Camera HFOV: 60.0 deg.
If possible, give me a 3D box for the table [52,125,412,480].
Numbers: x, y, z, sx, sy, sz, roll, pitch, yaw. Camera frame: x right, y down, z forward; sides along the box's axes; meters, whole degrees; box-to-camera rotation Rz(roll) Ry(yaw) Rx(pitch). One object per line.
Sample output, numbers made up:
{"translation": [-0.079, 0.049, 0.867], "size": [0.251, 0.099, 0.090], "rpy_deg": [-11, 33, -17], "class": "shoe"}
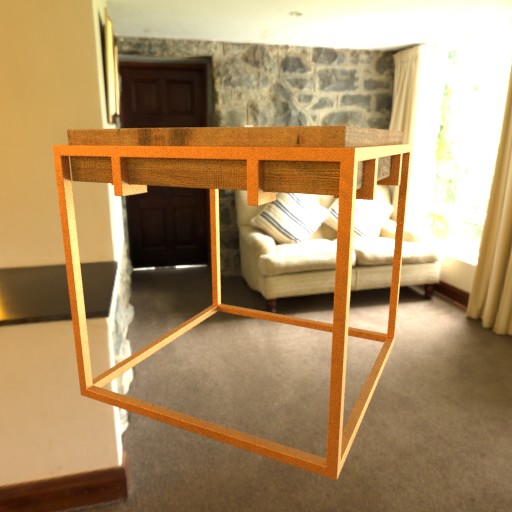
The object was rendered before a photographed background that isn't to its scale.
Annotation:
{"translation": [0.000, 0.000, 1.072], "size": [0.599, 0.584, 0.599], "rpy_deg": [7, 16, 25], "class": "table"}
